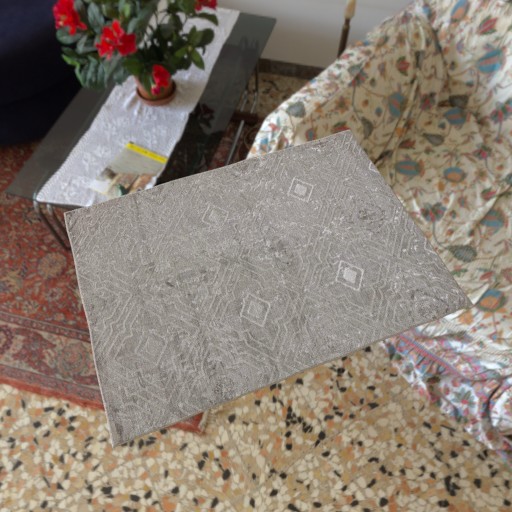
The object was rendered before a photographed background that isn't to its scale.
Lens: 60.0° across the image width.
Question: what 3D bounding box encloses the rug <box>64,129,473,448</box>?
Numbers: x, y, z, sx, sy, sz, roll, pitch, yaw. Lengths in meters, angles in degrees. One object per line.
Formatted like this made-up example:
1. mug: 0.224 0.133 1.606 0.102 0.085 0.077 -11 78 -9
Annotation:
1. rug: 0.000 0.000 4.351 3.359 0.020 2.448 -19 61 -11
